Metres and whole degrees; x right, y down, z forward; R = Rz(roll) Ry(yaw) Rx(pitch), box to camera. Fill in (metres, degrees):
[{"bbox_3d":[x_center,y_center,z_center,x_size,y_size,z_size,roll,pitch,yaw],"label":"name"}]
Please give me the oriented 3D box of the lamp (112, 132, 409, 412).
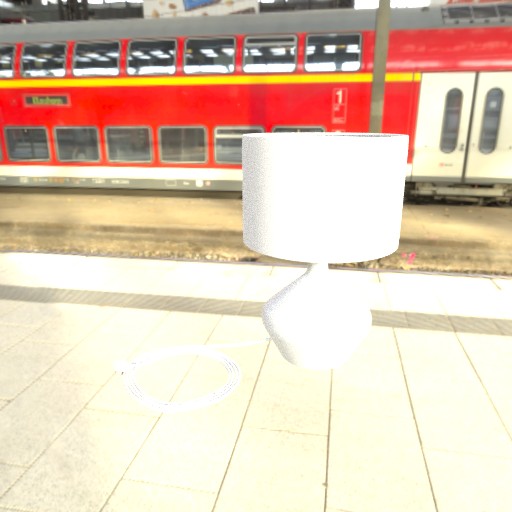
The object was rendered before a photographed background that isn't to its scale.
[{"bbox_3d":[0.000,0.000,0.870,0.546,0.457,0.401,3,17,8],"label":"lamp"}]
